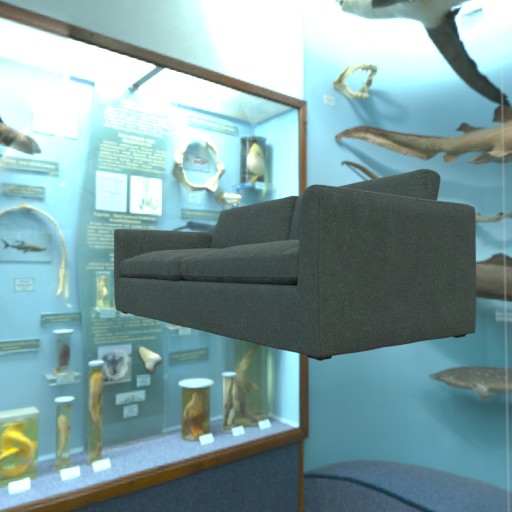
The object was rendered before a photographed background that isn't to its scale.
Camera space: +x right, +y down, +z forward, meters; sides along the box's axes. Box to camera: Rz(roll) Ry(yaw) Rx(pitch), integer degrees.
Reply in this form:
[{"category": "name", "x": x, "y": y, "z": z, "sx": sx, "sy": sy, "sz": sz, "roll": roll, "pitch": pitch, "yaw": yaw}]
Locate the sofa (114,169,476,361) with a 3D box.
[{"category": "sofa", "x": 0.000, "y": 0.000, "z": 2.772, "sx": 1.092, "sy": 0.838, "sz": 2.257, "roll": 1, "pitch": -2, "yaw": -36}]
